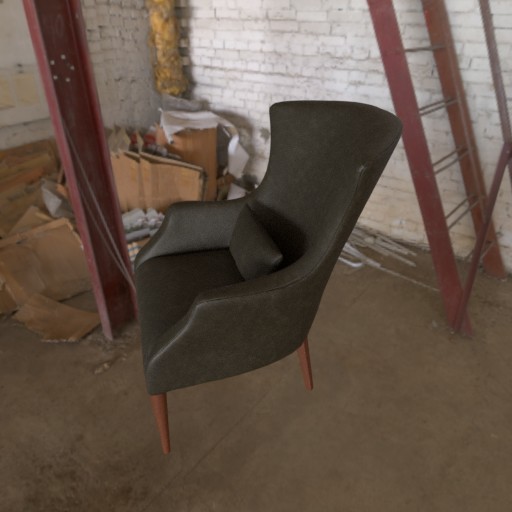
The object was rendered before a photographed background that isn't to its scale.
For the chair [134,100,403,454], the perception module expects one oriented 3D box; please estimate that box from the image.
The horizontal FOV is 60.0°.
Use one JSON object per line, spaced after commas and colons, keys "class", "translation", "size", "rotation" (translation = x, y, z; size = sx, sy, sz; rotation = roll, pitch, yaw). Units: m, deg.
{"class": "chair", "translation": [0.000, 0.000, 1.737], "size": [0.954, 1.068, 0.819], "rotation": [-8, 31, -14]}
